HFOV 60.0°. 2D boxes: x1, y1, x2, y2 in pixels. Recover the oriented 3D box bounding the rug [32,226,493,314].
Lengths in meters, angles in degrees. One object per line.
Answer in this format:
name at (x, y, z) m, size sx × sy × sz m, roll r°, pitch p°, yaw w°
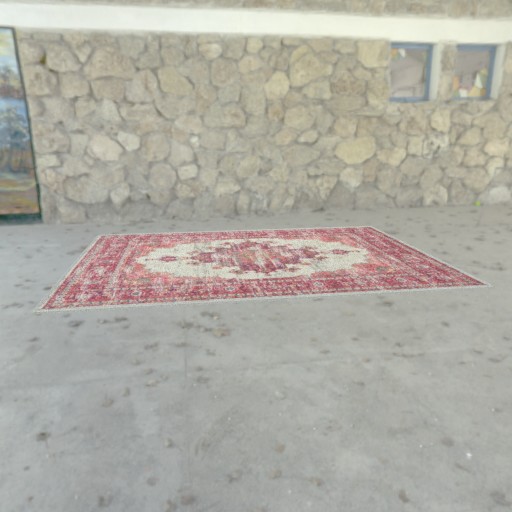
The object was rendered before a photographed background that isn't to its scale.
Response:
rug at (0.000, 0.000, 2.226) m, size 1.747 × 0.011 × 1.217 m, roll -2°, pitch 16°, yaw -9°
